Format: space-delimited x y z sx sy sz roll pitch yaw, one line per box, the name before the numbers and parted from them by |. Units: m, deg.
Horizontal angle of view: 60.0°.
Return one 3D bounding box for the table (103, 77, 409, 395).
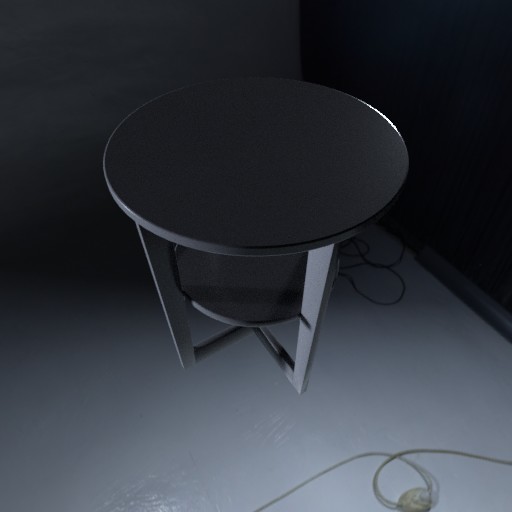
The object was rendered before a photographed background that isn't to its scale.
table | 0.000 0.000 0.942 0.500 0.550 0.500 0 46 0
